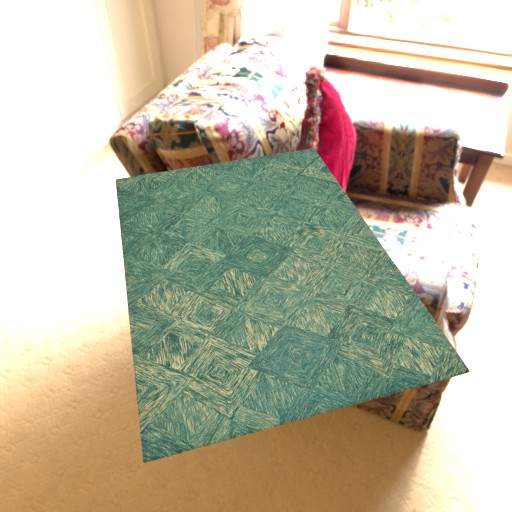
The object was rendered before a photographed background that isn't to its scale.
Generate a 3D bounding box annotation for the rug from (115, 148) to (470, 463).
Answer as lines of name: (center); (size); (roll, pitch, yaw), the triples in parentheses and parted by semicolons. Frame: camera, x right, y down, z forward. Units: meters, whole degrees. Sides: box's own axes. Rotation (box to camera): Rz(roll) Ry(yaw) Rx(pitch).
rug: (0.000, 0.000, 4.159); (2.405, 0.027, 3.217); (-11, 46, -11)
